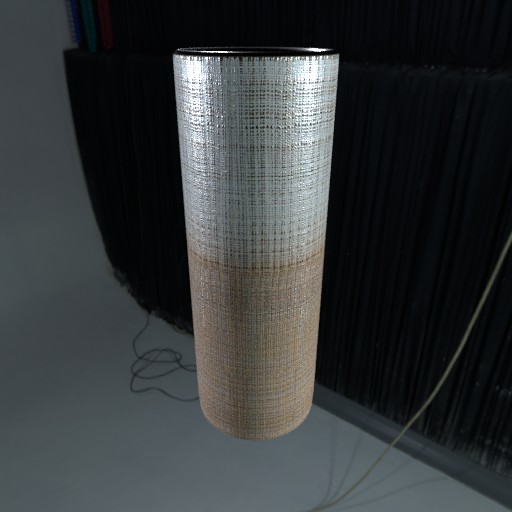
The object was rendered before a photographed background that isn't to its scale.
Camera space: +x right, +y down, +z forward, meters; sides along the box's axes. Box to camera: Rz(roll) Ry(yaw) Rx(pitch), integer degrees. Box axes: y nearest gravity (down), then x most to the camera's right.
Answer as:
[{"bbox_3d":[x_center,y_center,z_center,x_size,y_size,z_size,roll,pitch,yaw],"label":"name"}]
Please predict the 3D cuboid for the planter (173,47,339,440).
[{"bbox_3d":[0.000,0.000,0.328,0.099,0.278,0.099,17,31,30],"label":"planter"}]
